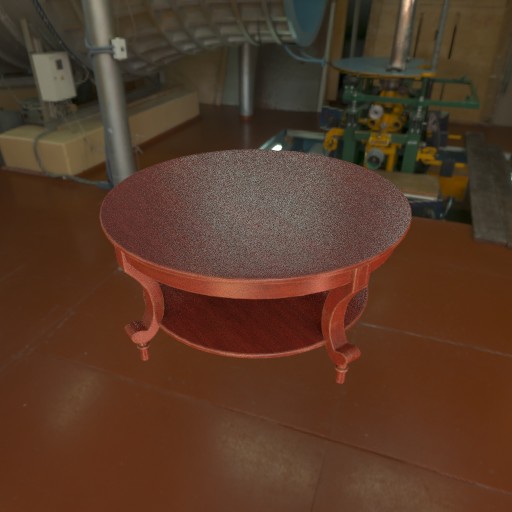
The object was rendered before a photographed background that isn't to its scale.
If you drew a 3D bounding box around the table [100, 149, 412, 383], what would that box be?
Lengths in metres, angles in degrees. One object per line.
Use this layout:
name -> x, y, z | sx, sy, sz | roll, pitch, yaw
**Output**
table -> 0.000, 0.000, 1.643 | 1.029, 0.486, 1.029 | 0, 31, 0
